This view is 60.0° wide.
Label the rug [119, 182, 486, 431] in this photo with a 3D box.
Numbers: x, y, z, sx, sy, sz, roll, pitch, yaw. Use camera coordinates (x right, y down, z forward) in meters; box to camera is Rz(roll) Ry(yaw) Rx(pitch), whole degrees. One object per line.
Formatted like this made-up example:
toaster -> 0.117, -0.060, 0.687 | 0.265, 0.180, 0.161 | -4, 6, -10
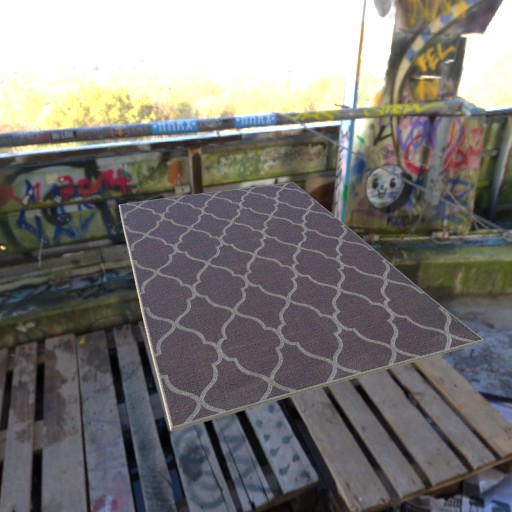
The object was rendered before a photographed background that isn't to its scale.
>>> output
rug -> 0.000, 0.000, 2.838 | 1.528, 0.014, 2.294 | -10, 31, -17
